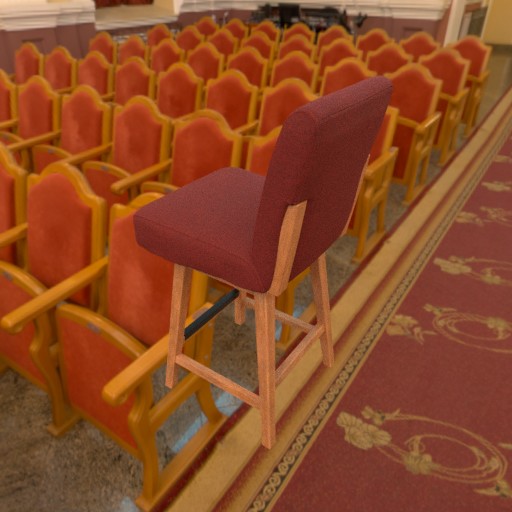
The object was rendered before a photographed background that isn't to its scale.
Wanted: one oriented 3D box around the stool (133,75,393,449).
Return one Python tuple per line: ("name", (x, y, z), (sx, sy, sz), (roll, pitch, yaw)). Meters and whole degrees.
("stool", (0.000, 0.000, 1.348), (0.562, 1.038, 0.468), (20, 38, 29))
